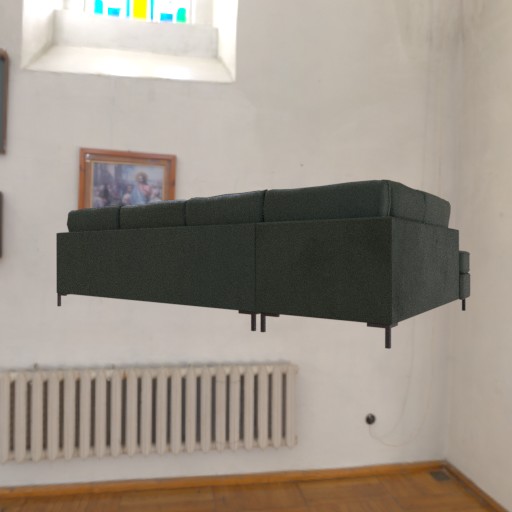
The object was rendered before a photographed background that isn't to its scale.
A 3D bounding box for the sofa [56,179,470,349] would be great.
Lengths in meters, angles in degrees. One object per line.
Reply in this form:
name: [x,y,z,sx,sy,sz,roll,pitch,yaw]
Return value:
sofa: [0.000,0.000,4.208,3.384,0.996,2.048,0,0,36]
